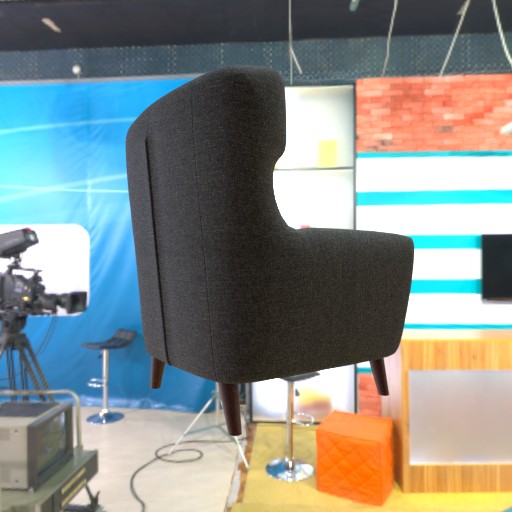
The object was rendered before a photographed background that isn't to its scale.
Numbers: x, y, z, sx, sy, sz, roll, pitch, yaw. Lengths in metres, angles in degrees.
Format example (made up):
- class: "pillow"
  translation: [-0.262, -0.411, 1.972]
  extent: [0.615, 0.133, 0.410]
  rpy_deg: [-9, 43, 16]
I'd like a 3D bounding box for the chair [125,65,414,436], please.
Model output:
- class: "chair"
  translation: [0.000, 0.000, 1.728]
  extent: [0.904, 1.063, 0.878]
  rpy_deg: [1, -1, -35]
